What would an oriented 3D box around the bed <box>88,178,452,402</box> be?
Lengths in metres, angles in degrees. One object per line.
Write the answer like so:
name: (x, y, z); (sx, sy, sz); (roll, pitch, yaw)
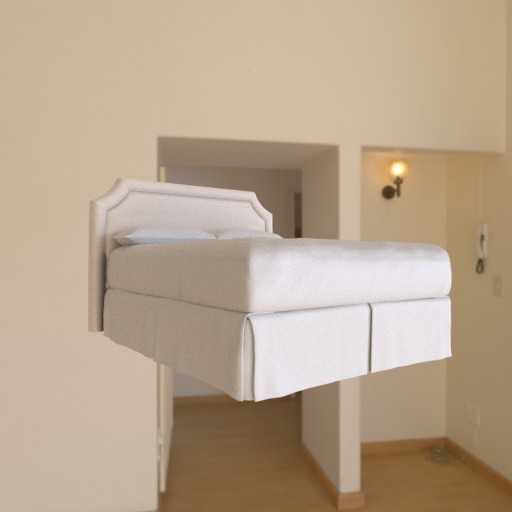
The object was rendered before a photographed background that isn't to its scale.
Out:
bed: (0.000, 0.000, 3.243); (1.828, 1.297, 2.164); (0, 0, -35)
